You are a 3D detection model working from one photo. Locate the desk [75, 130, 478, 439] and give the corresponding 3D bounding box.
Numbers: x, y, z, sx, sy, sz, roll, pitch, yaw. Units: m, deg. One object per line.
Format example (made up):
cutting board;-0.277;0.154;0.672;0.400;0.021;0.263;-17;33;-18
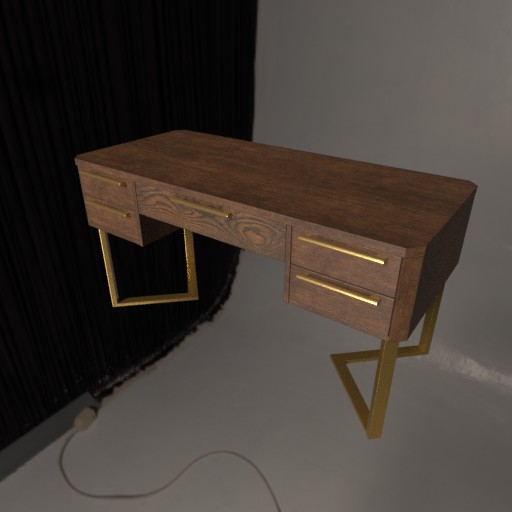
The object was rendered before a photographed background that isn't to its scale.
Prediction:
desk;0.000;0.000;1.897;1.479;0.762;0.684;19;33;31
